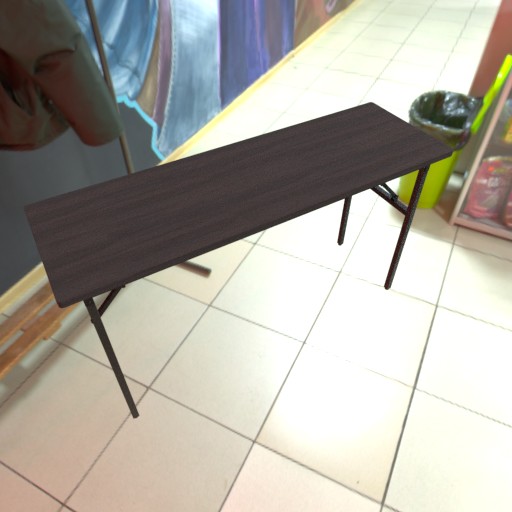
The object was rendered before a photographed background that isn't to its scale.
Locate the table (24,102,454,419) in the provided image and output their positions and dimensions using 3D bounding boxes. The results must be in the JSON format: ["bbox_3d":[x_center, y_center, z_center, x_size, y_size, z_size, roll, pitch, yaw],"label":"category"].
[{"bbox_3d":[0.000,0.000,1.741,1.399,0.750,0.449,-22,49,-21],"label":"table"}]
